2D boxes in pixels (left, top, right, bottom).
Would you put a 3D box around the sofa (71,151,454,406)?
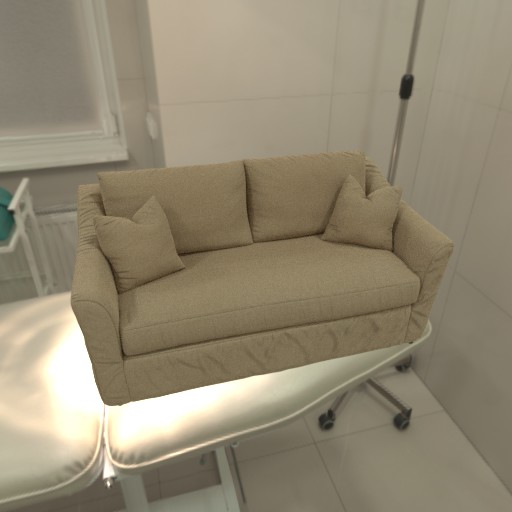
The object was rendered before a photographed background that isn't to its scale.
[{"bbox_3d":[0.000,0.000,2.708,2.010,1.018,1.072,-8,32,-14],"label":"sofa"}]
